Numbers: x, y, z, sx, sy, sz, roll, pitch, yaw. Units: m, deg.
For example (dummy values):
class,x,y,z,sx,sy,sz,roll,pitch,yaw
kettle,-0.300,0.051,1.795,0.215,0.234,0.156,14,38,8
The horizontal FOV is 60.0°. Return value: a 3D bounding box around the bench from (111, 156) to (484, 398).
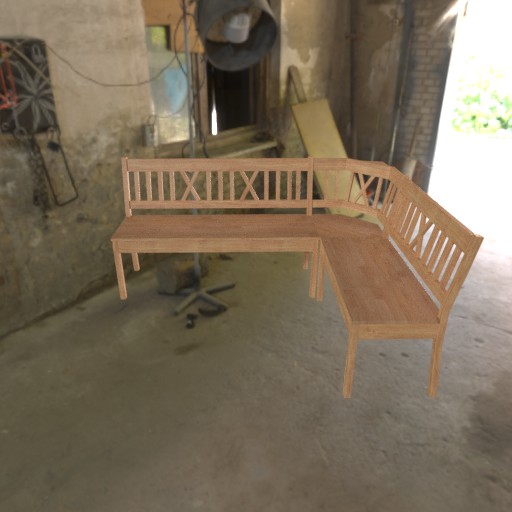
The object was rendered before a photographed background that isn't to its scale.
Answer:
class,x,y,z,sx,sy,sz,roll,pitch,yaw
bench,0.000,0.000,2.777,1.937,0.902,1.537,0,26,-1
